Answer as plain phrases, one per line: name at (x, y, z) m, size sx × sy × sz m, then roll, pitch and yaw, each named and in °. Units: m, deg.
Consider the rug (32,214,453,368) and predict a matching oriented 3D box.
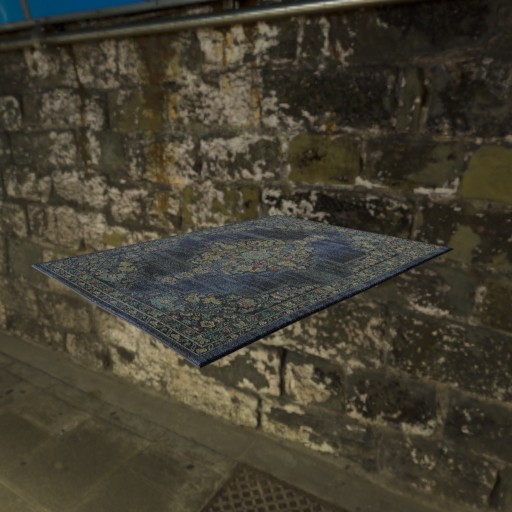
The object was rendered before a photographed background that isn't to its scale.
rug at (0.000, 0.000, 4.704) m, size 3.612 × 0.035 × 2.716 m, roll -16°, pitch 23°, yaw -42°
